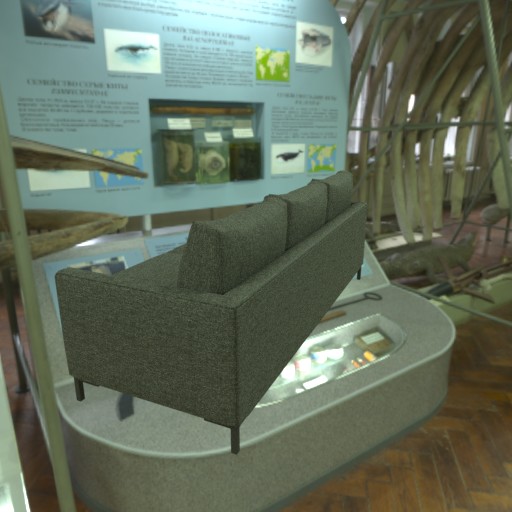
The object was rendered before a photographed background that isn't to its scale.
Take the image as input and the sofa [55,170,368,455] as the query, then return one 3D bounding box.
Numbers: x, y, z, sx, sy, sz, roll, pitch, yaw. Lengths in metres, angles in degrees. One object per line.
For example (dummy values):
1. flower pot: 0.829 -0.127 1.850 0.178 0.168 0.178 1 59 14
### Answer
1. sofa: 0.000 0.000 2.680 0.876 0.879 2.253 8 18 24
